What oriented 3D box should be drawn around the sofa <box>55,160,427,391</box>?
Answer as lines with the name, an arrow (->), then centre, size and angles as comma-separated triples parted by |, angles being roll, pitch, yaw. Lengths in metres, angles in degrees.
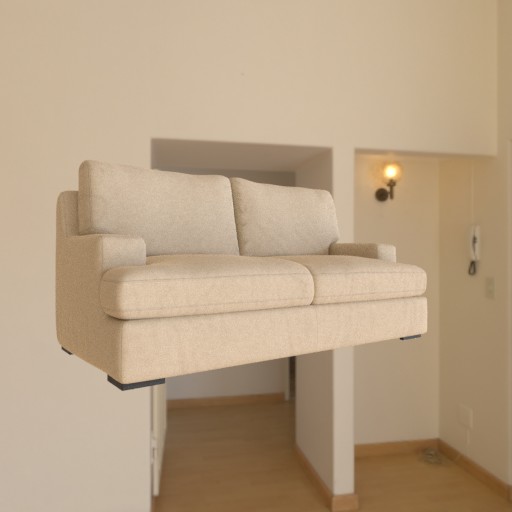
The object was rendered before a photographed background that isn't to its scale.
sofa -> 0.000, 0.000, 2.437 | 1.885, 0.967, 0.962 | 0, -1, -36
